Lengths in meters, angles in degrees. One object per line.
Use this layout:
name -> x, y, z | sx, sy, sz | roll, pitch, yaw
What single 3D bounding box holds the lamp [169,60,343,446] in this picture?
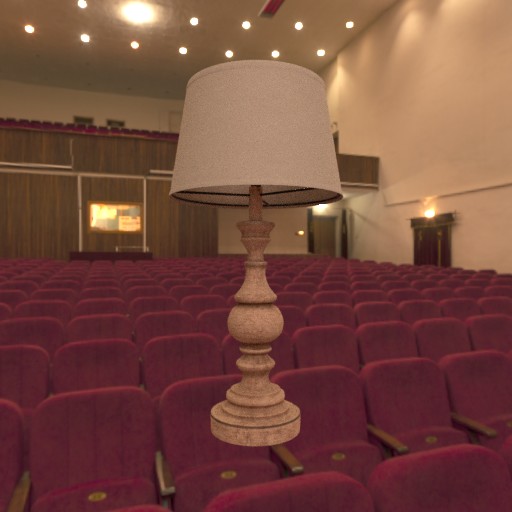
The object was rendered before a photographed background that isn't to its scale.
lamp -> 0.000, 0.000, 0.877 | 0.340, 0.678, 0.340 | 0, -1, 0
